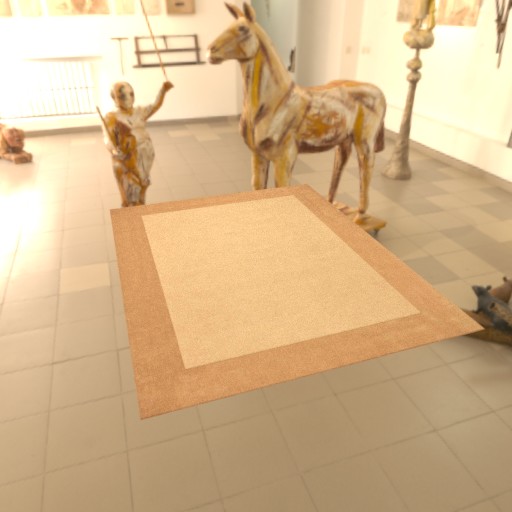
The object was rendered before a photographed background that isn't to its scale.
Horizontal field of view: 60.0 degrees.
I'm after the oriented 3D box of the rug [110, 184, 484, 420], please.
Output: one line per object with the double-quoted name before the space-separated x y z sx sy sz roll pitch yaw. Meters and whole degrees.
"rug" 0.000 0.000 4.099 2.438 0.014 3.048 -10 32 -16
